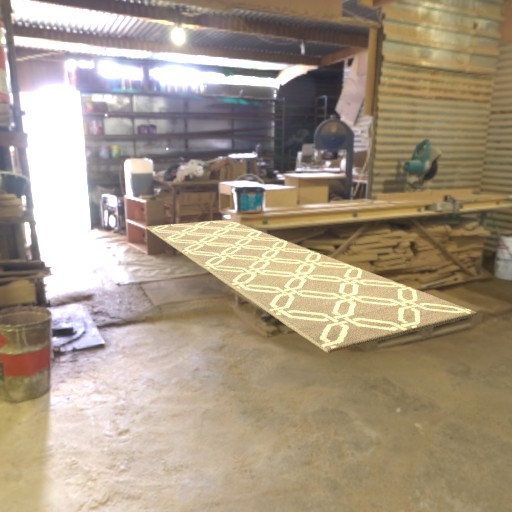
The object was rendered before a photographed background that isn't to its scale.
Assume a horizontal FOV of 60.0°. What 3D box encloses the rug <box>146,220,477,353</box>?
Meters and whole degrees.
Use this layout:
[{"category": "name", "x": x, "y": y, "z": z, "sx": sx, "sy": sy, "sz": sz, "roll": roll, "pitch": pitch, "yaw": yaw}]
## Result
[{"category": "rug", "x": 0.000, "y": 0.000, "z": 2.467, "sx": 0.678, "sy": 0.014, "sz": 2.276, "roll": -7, "pitch": 16, "yaw": -26}]
